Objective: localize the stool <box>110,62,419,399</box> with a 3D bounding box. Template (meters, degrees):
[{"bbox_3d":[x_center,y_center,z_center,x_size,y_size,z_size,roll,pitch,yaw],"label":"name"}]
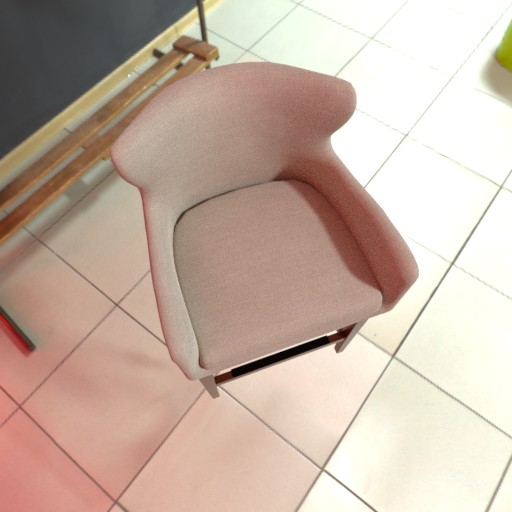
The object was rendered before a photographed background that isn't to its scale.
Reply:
[{"bbox_3d":[0.000,0.000,1.380,0.615,0.987,0.637,-18,65,-9],"label":"stool"}]
